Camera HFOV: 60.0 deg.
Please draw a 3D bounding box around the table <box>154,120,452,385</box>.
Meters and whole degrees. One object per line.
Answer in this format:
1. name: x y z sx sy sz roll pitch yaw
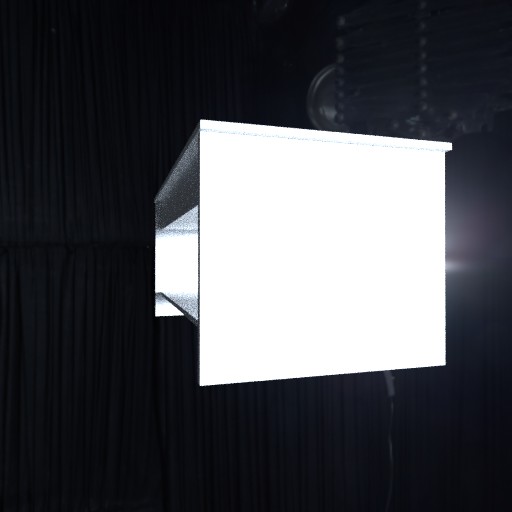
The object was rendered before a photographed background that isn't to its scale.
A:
1. table: 0.000 0.000 1.277 0.500 0.441 1.000 0 0 -17
